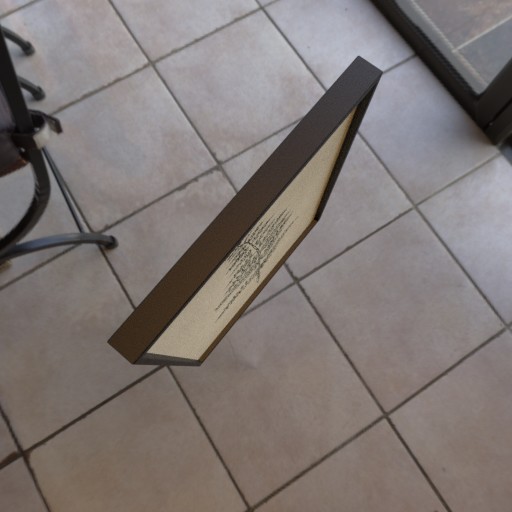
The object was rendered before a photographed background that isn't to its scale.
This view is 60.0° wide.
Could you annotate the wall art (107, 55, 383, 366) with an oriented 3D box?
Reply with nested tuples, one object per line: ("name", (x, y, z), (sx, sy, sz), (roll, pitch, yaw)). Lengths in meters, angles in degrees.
("wall art", (0.000, 0.000, 0.771), (0.039, 0.555, 0.449), (38, 79, 9))
